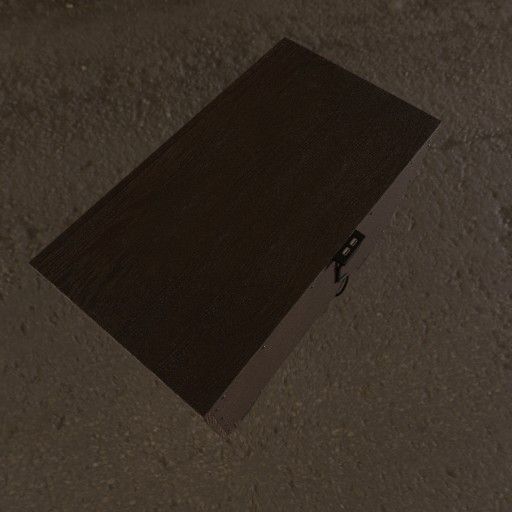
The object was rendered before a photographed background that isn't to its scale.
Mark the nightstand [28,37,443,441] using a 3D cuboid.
[{"bbox_3d":[0.000,0.000,1.152,0.457,0.612,0.775,36,69,16],"label":"nightstand"}]
